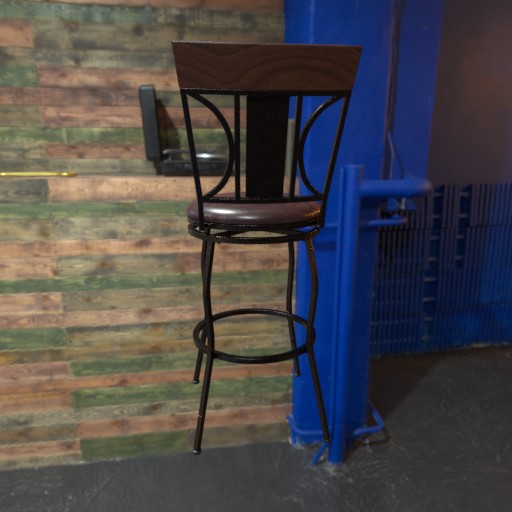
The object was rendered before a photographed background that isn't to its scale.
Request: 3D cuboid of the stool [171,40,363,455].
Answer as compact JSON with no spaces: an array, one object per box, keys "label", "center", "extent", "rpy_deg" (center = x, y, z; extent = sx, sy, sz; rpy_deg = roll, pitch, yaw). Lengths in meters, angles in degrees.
[{"label":"stool","center":[0.000,0.000,1.383],"extent":[0.448,1.130,0.513],"rpy_deg":[-2,15,-8]}]
